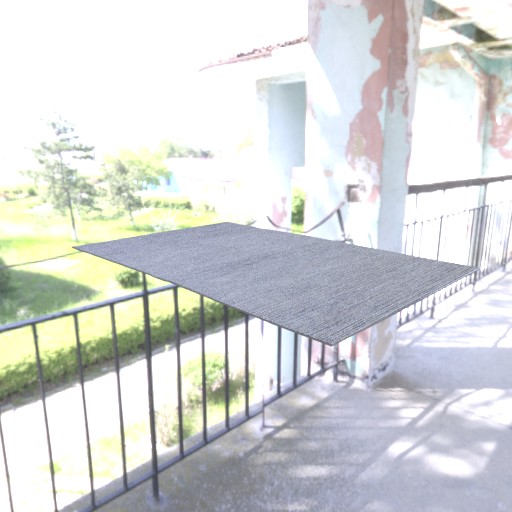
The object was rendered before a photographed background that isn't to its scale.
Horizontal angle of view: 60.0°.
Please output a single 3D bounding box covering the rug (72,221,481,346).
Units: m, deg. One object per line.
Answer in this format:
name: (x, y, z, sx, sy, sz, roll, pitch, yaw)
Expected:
rug: (0.000, 0.000, 2.264, 1.159, 0.021, 1.789, -13, 19, -43)
